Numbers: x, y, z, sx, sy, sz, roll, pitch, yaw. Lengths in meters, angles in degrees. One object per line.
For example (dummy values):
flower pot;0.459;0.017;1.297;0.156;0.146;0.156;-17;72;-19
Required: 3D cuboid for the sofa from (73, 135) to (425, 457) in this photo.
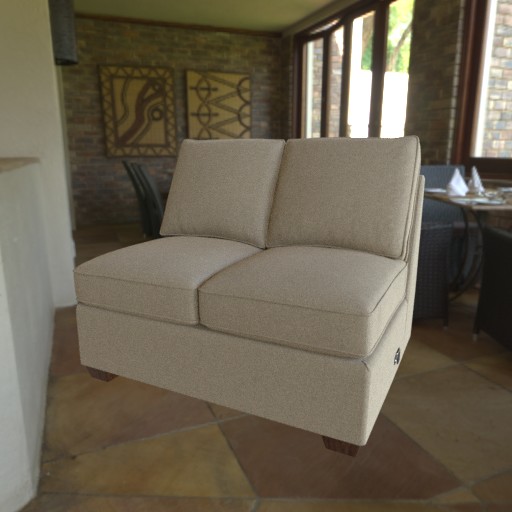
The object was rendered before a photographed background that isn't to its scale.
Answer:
sofa;0.000;0.000;1.914;1.237;1.008;0.951;7;15;26
